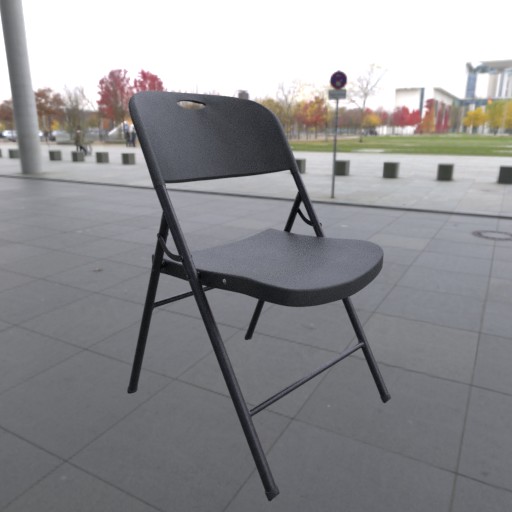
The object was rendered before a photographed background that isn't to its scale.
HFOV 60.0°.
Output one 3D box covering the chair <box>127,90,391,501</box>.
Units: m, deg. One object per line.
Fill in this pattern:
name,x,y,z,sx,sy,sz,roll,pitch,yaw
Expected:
chair,0.000,0.000,1.127,0.567,0.810,0.494,15,22,42
